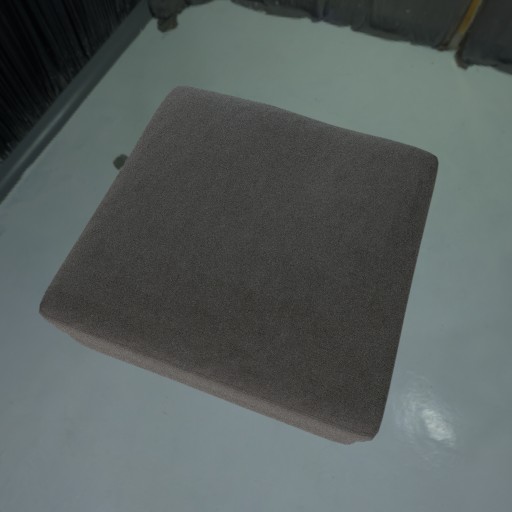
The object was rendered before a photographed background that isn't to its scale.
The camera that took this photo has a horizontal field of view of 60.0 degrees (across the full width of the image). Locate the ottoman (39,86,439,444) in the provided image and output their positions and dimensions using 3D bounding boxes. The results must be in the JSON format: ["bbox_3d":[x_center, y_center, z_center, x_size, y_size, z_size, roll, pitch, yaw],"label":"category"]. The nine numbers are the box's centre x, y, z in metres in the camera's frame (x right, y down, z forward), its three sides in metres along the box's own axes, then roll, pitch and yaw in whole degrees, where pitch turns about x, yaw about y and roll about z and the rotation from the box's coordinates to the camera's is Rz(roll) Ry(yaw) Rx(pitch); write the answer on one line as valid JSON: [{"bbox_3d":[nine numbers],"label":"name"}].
[{"bbox_3d":[0.000,0.000,1.372,0.881,0.482,0.861,18,65,9],"label":"ottoman"}]
